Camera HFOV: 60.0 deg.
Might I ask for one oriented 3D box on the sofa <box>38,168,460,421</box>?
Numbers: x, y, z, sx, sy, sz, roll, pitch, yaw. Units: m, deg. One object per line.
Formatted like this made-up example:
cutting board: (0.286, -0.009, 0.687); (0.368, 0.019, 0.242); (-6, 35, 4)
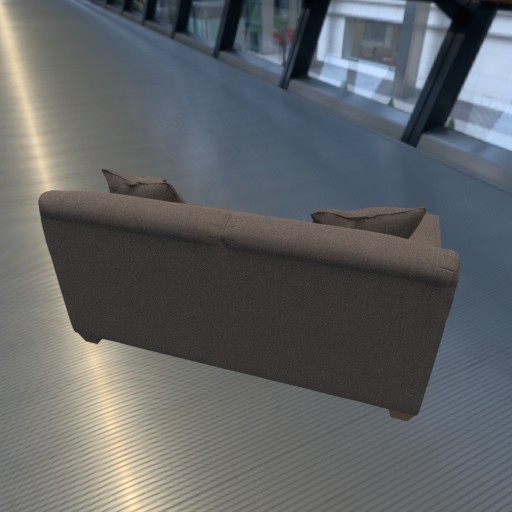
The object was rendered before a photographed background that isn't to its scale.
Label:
sofa: (0.000, 0.000, 2.401); (1.846, 0.958, 1.000); (10, 34, 15)
